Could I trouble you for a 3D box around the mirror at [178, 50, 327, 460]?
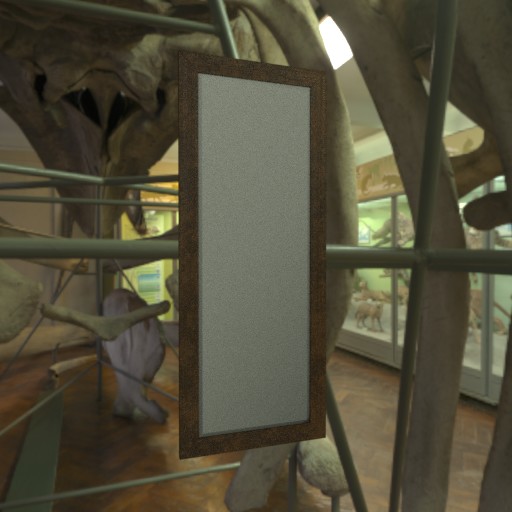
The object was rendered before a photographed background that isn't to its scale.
[{"bbox_3d":[0.000,0.000,2.343,0.812,2.031,0.032,0,1,-19],"label":"mirror"}]
